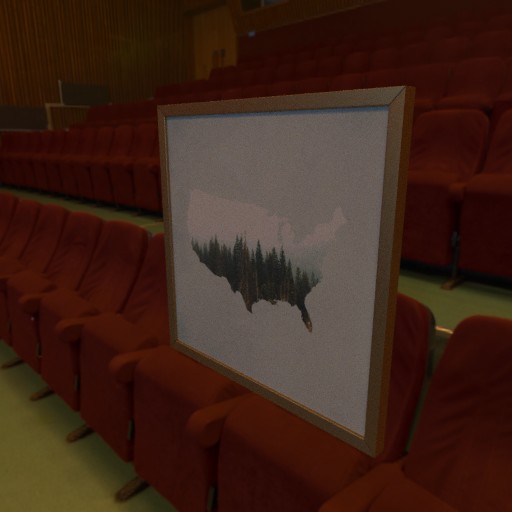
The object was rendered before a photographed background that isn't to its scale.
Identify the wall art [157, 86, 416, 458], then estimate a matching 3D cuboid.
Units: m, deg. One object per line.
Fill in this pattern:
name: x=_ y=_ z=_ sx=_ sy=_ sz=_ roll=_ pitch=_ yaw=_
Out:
wall art: x=0.000 y=0.000 z=1.137 sx=0.762 sy=0.762 sz=0.038 roll=14 pitch=21 yaw=42
